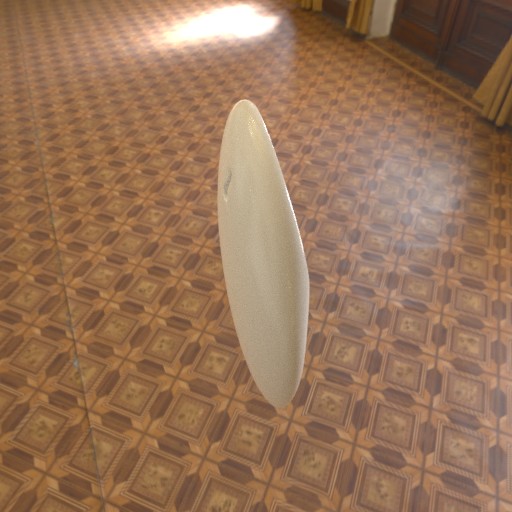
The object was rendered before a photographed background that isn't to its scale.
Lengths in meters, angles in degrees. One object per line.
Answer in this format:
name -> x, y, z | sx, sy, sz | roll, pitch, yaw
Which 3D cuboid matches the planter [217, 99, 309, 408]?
planter -> 0.000, 0.000, 0.284 | 0.043, 0.188, 0.185 | -8, 46, -8
